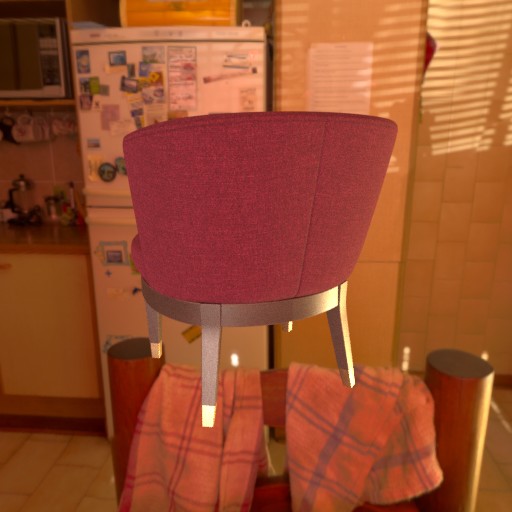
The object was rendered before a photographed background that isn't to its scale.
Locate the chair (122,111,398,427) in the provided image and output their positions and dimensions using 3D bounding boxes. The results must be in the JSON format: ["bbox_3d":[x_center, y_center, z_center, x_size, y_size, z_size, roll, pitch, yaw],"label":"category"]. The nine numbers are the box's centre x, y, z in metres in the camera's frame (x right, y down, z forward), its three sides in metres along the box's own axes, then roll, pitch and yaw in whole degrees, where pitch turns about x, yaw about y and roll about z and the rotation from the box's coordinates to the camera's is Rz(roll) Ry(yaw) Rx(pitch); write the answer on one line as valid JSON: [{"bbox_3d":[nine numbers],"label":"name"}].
[{"bbox_3d":[0.000,0.000,1.284,0.700,0.760,0.660,-7,16,-25],"label":"chair"}]
